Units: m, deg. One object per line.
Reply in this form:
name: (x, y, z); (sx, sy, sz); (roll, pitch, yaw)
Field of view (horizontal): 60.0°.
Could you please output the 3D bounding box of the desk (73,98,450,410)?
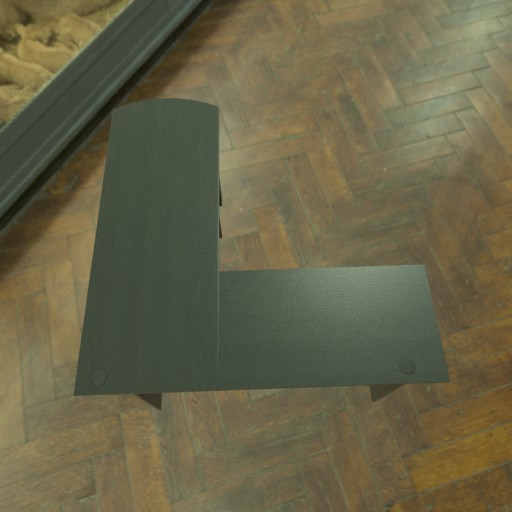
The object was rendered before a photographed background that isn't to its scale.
desk: (0.000, 0.000, 2.146); (1.303, 0.716, 1.361); (-2, 64, -1)
